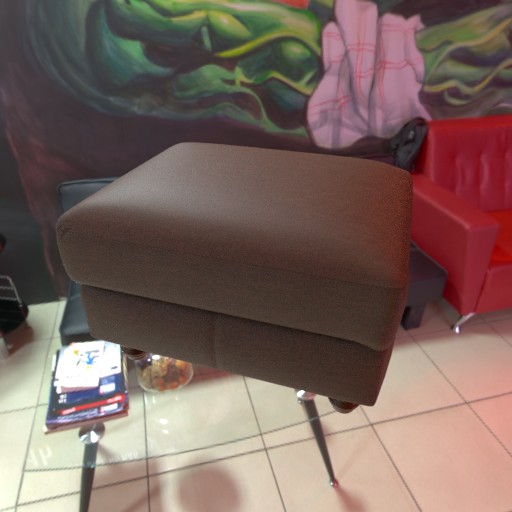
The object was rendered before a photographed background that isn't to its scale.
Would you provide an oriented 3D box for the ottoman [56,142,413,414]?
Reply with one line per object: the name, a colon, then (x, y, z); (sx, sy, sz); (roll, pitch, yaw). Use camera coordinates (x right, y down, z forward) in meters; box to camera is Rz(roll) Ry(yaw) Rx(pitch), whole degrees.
ottoman: (0.000, 0.000, 1.214); (0.787, 0.508, 0.635); (10, 32, 16)
